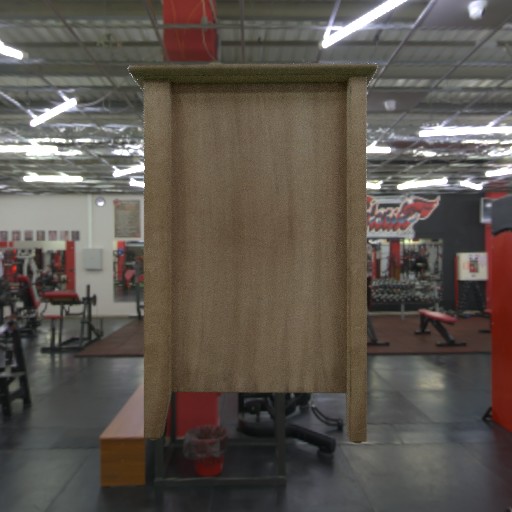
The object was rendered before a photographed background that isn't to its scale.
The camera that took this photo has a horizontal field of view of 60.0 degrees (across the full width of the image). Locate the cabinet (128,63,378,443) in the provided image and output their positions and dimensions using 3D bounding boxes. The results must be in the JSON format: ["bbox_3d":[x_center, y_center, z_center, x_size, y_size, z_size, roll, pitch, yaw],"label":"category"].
[{"bbox_3d":[0.000,0.000,1.258,0.503,0.762,0.763,0,0,1],"label":"cabinet"}]
